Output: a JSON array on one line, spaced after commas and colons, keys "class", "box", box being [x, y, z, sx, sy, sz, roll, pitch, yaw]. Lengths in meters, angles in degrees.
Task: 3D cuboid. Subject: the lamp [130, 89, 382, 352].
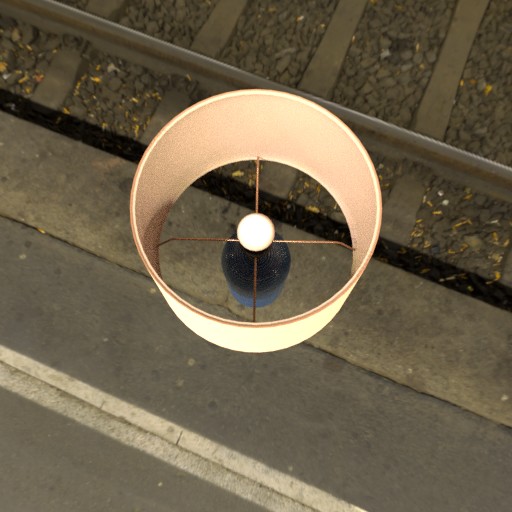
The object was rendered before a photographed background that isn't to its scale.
[{"class": "lamp", "box": [0.000, 0.000, 0.858, 0.367, 0.609, 0.367, 0, 77, 0]}]
